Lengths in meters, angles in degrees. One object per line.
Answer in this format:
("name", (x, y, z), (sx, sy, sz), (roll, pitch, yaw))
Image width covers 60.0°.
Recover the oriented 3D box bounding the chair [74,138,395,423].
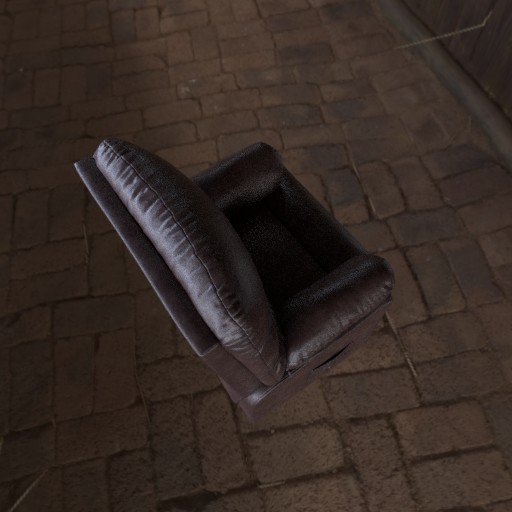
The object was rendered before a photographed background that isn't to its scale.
("chair", (0.000, 0.000, 1.753), (0.879, 1.041, 0.940), (-31, 63, -17))
